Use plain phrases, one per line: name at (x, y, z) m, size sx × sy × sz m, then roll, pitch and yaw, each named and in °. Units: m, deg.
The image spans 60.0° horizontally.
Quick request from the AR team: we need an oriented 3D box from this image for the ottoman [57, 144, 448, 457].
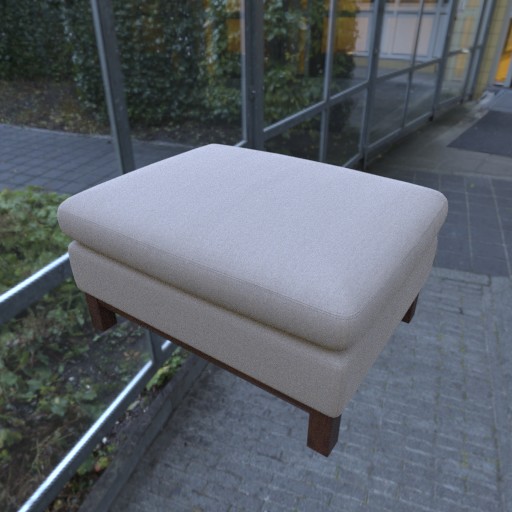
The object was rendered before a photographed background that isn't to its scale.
ottoman at (0.000, 0.000, 1.130) m, size 0.771 × 0.420 × 0.606 m, roll 19°, pitch 35°, yaw 29°
